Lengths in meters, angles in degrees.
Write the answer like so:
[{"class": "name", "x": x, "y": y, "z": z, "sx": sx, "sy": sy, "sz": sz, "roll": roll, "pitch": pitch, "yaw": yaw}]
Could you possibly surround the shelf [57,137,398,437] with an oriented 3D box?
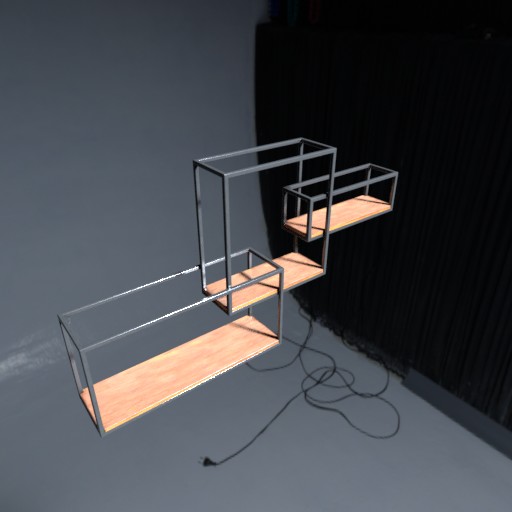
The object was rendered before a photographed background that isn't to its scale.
[{"class": "shelf", "x": 0.000, "y": 0.000, "z": 2.125, "sx": 1.781, "sy": 0.972, "sz": 0.275, "roll": -20, "pitch": 35, "yaw": -32}]
